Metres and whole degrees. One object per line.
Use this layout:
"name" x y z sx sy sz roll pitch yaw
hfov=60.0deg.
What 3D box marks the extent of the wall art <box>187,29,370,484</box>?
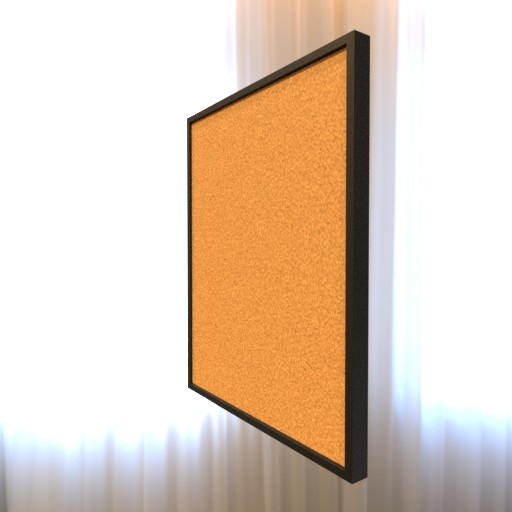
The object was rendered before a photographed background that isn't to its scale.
"wall art" 0.000 0.000 0.740 0.029 0.559 0.457 -1 2 -35
